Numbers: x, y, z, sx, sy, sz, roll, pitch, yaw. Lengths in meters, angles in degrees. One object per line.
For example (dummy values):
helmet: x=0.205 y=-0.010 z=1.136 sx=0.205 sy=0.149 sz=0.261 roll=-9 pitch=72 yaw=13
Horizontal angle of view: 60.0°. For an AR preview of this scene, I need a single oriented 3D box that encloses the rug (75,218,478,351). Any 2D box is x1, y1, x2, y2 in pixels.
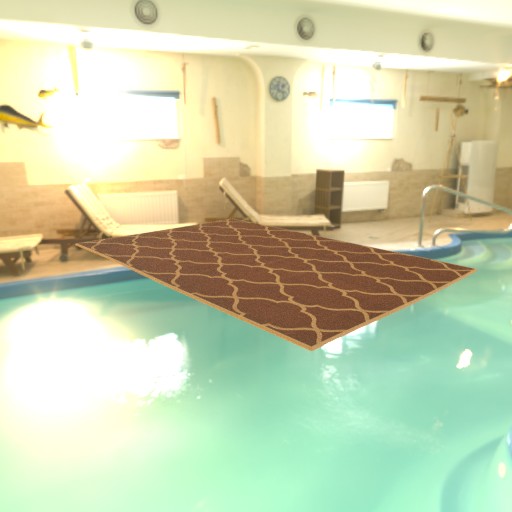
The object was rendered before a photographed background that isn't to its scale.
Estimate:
rug: x=0.000 y=0.000 z=2.953 sx=1.526 sy=0.014 sz=2.290 roll=-14 pitch=20 yaw=-41
